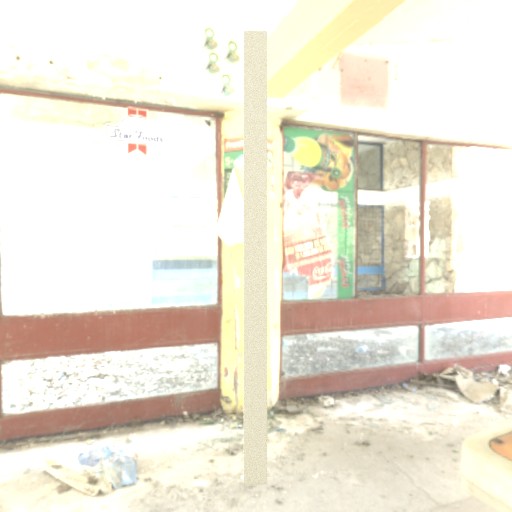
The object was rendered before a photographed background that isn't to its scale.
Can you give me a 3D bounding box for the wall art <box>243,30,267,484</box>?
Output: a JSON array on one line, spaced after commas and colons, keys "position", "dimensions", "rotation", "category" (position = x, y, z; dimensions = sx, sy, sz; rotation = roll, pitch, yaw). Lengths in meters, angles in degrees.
[{"position": [0.000, 0.000, 1.122], "dimensions": [0.050, 0.762, 0.761], "rotation": [0, 1, -1], "category": "wall art"}]
